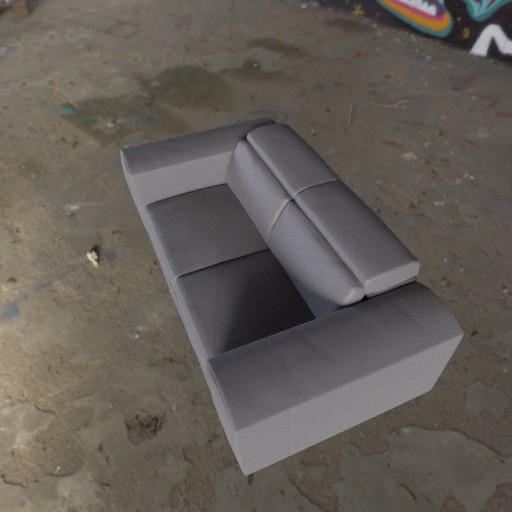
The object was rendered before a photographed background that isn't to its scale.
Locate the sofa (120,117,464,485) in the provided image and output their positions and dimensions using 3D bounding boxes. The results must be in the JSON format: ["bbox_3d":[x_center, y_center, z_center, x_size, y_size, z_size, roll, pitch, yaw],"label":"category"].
[{"bbox_3d":[0.000,0.000,2.366,1.003,0.779,1.895,-18,48,-16],"label":"sofa"}]
